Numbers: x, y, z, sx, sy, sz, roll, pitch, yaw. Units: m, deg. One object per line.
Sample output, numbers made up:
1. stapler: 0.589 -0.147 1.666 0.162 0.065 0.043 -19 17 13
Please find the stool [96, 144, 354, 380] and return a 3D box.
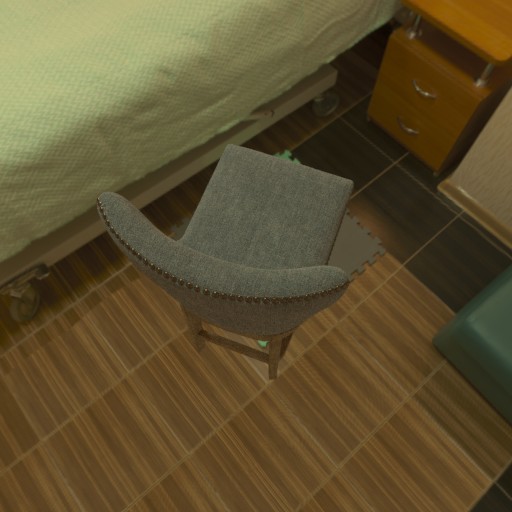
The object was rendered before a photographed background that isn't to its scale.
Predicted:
1. stool: 0.000 0.000 1.307 0.498 0.981 0.608 19 66 9
